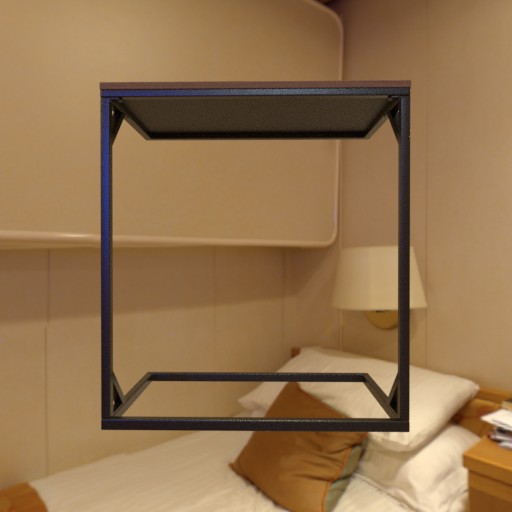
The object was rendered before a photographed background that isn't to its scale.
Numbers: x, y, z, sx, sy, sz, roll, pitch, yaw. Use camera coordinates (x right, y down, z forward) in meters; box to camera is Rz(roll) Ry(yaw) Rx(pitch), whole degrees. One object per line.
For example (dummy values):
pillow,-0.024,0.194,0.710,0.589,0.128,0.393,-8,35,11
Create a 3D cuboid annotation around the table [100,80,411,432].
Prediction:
table,0.000,0.000,1.026,0.597,0.673,0.351,0,0,1
